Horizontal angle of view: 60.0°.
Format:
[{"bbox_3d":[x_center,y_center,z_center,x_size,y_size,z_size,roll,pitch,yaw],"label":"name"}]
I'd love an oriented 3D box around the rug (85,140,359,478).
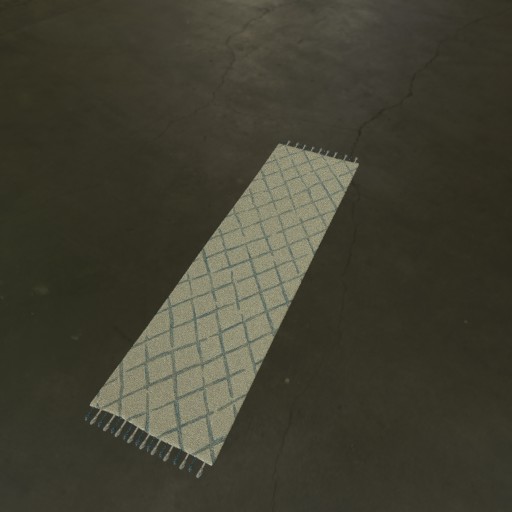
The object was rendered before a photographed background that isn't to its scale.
[{"bbox_3d":[0.000,0.000,2.572,0.620,0.008,2.372,18,50,16],"label":"rug"}]
